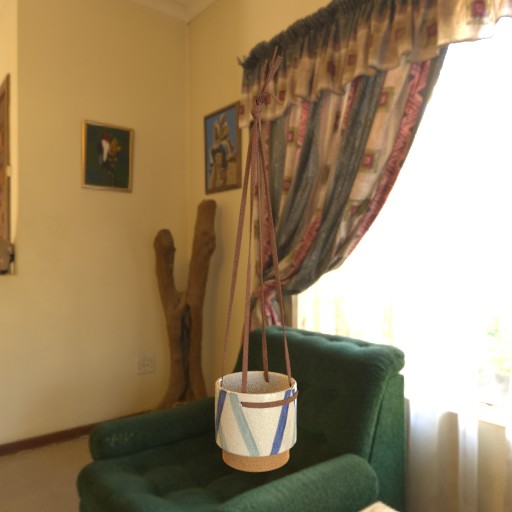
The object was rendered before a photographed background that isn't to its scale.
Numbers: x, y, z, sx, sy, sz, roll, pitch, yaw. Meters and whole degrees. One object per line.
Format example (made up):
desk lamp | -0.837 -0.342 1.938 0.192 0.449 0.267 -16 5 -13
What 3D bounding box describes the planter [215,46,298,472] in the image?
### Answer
planter | 0.000 0.000 0.833 0.157 0.753 0.153 0 1 36
